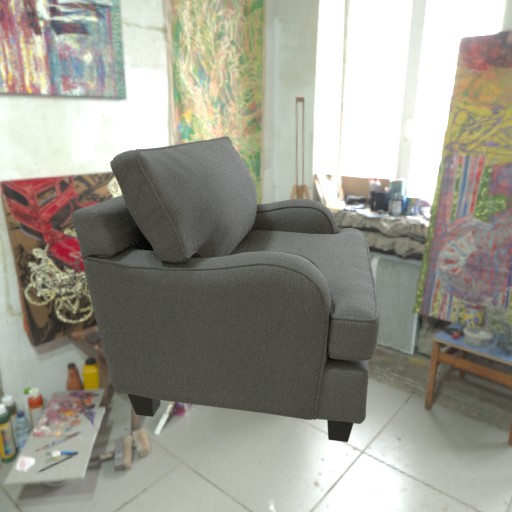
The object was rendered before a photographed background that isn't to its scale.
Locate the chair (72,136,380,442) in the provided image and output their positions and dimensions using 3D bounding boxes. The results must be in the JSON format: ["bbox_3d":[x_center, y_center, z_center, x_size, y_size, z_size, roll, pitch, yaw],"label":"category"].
[{"bbox_3d":[0.000,0.000,2.026,1.041,1.016,1.220,3,18,10],"label":"chair"}]
